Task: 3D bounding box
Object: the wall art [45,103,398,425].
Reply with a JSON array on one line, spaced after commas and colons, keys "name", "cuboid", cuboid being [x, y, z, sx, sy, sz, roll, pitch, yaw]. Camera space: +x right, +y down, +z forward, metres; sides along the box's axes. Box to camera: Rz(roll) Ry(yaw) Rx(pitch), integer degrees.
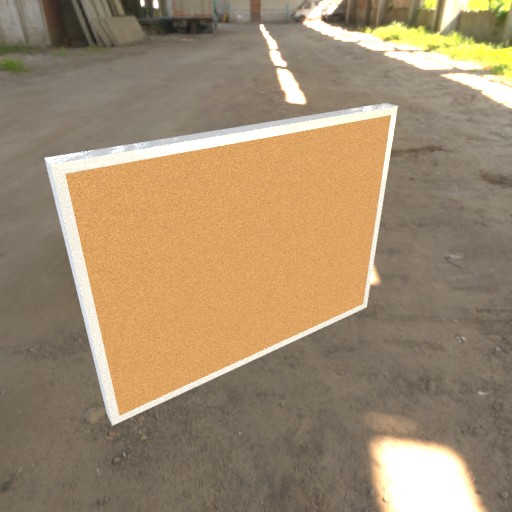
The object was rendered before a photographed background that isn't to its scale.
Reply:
[{"name": "wall art", "cuboid": [0.000, 0.000, 1.366, 1.041, 0.787, 0.053, -18, 35, -29]}]
